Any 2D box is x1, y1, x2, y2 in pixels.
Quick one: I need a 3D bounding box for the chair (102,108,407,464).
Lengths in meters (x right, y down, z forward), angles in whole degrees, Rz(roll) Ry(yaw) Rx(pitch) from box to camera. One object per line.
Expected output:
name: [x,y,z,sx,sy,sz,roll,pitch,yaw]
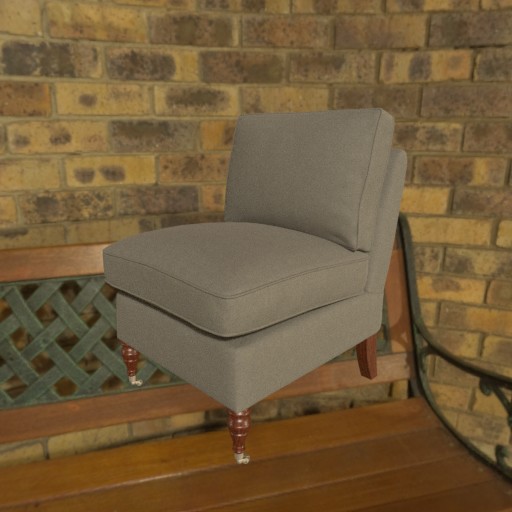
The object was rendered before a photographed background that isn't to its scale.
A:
chair: [0.000,0.000,1.657,0.724,1.045,0.924,15,21,43]
